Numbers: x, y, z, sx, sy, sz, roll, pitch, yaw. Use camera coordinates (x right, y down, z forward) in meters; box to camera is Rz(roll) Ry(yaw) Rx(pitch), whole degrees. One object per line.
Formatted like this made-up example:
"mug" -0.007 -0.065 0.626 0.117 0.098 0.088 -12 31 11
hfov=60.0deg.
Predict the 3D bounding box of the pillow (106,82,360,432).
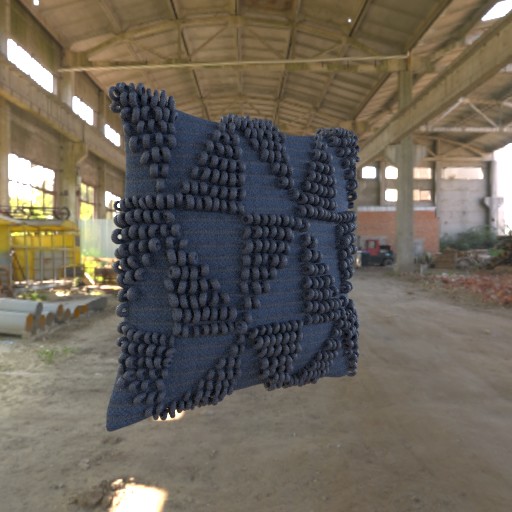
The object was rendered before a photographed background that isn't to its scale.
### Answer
"pillow" 0.000 0.000 0.711 0.469 0.466 0.172 0 1 -34
